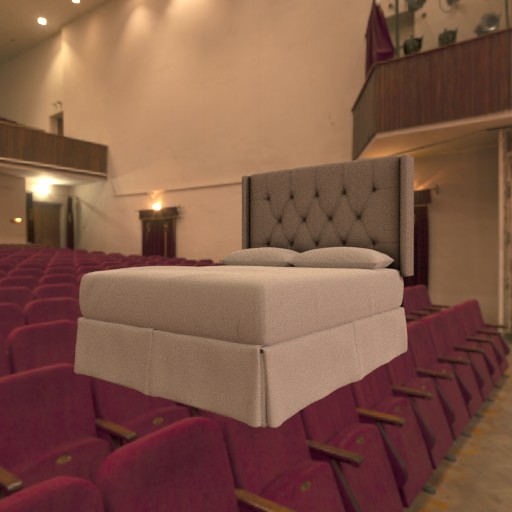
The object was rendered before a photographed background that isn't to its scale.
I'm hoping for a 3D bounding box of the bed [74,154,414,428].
[{"bbox_3d":[0.000,0.000,3.368,1.719,1.665,2.066,0,1,37],"label":"bed"}]
